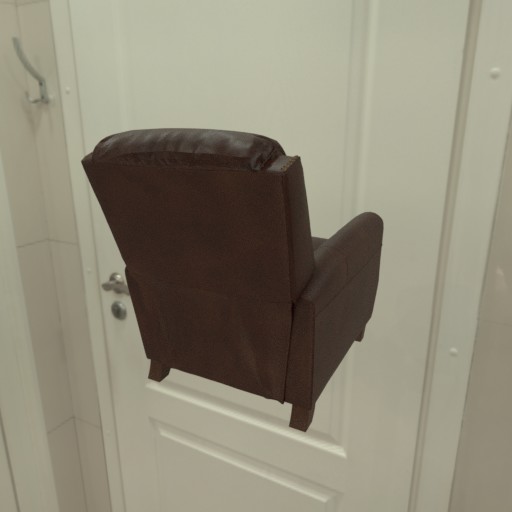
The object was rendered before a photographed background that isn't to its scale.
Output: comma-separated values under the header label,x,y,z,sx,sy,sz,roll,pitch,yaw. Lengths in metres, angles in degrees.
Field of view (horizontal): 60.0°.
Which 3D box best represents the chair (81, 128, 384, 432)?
label,x,y,z,sx,sy,sz,roll,pitch,yaw
chair,0.000,0.000,1.827,0.826,1.022,1.089,9,19,27
